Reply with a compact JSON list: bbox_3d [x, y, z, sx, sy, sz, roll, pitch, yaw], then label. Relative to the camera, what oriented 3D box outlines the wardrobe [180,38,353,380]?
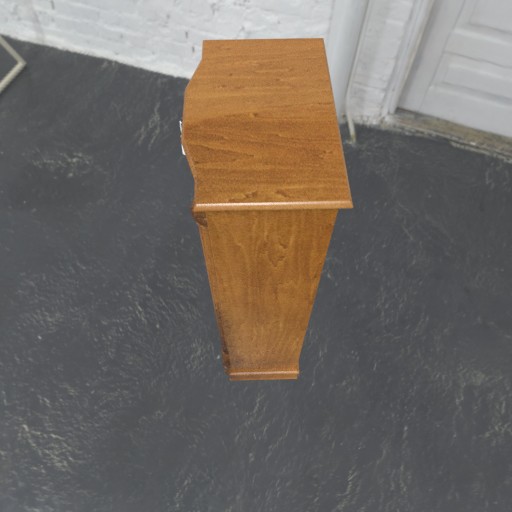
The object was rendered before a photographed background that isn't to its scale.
[{"bbox_3d":[0.000,0.000,1.157,0.273,0.959,0.406,-1,59,-1],"label":"wardrobe"}]
